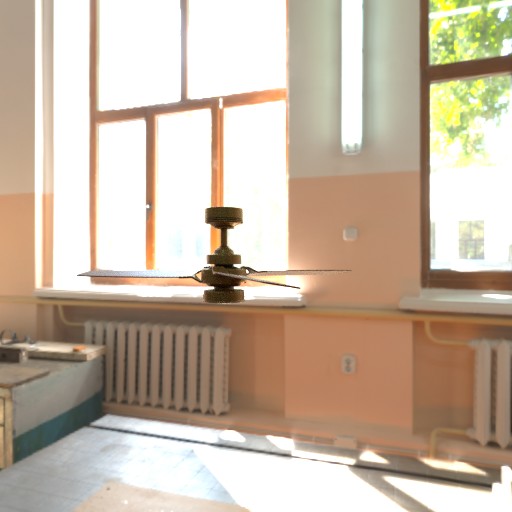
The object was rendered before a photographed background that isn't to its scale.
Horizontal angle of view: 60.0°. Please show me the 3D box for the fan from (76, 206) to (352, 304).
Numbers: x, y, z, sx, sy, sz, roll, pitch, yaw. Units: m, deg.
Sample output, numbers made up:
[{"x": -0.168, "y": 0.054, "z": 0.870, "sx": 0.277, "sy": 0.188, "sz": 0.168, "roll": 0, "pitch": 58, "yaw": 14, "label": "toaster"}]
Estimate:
[{"x": 0.000, "y": 0.000, "z": 2.056, "sx": 1.271, "sy": 0.425, "sz": 1.416, "roll": 0, "pitch": 0, "yaw": -36, "label": "fan"}]
